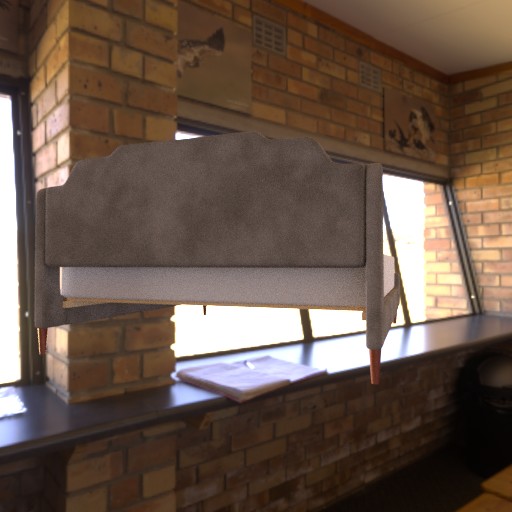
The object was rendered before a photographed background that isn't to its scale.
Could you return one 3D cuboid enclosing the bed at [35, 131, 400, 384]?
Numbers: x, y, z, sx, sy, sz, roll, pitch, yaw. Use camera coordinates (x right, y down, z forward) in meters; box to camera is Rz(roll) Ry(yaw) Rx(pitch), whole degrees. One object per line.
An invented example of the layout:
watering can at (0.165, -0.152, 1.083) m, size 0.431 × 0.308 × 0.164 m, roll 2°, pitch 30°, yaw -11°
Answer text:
bed at (0.000, 0.000, 3.486) m, size 2.074 × 1.245 × 2.340 m, roll 0°, pitch -1°, yaw 20°
